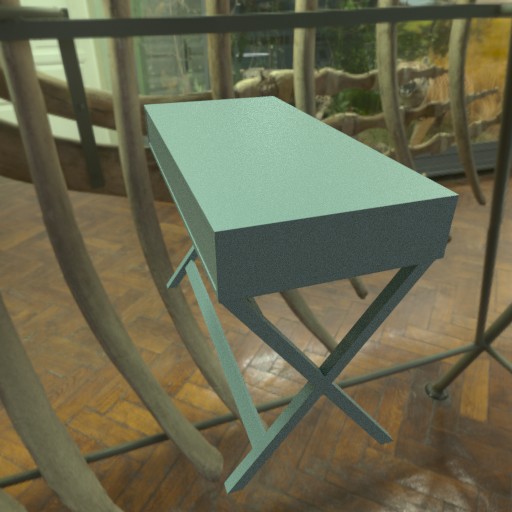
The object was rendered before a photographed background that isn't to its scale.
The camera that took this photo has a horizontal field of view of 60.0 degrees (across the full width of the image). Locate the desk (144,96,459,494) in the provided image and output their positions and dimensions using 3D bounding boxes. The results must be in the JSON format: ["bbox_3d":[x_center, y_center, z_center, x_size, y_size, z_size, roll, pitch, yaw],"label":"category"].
[{"bbox_3d":[0.000,0.000,1.448,0.509,0.780,1.059,-10,32,-16],"label":"desk"}]
